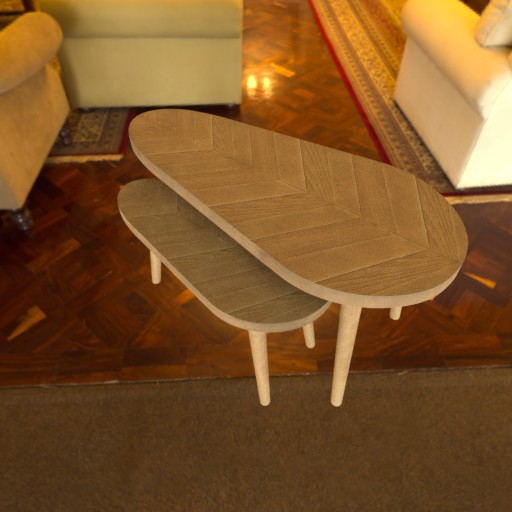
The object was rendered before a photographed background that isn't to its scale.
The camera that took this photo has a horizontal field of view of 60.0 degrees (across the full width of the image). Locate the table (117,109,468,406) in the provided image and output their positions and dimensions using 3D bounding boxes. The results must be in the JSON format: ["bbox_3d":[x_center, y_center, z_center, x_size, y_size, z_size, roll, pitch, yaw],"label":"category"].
[{"bbox_3d":[0.000,0.000,1.535,1.190,0.595,0.701,30,54,25],"label":"table"}]
